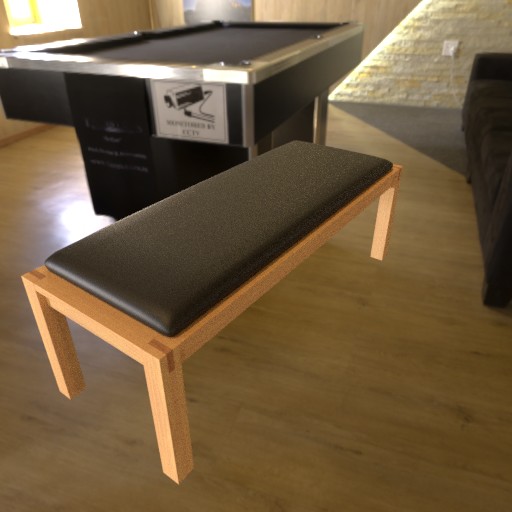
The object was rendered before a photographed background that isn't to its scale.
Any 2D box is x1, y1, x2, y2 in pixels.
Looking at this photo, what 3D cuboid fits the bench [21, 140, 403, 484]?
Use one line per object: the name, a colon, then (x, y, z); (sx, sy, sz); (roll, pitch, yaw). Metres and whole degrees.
bench: (0.000, 0.000, 1.397); (0.450, 0.430, 1.202); (21, 37, 30)
